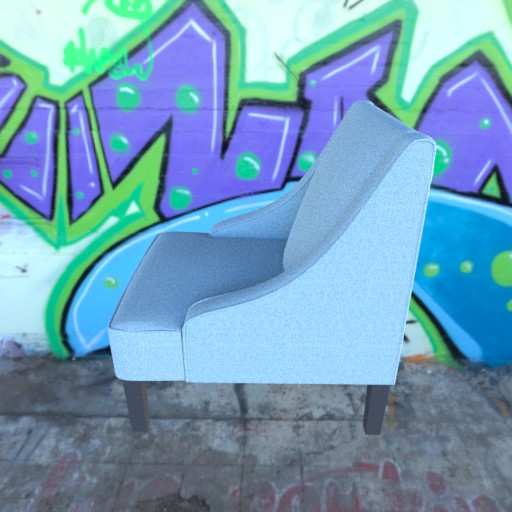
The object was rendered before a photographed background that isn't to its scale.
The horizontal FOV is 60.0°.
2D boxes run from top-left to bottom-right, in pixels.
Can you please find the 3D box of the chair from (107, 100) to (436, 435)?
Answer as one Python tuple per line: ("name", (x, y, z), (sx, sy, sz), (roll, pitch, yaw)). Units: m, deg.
("chair", (0.000, 0.000, 1.831), (1.025, 1.133, 0.857), (0, 26, 1))
